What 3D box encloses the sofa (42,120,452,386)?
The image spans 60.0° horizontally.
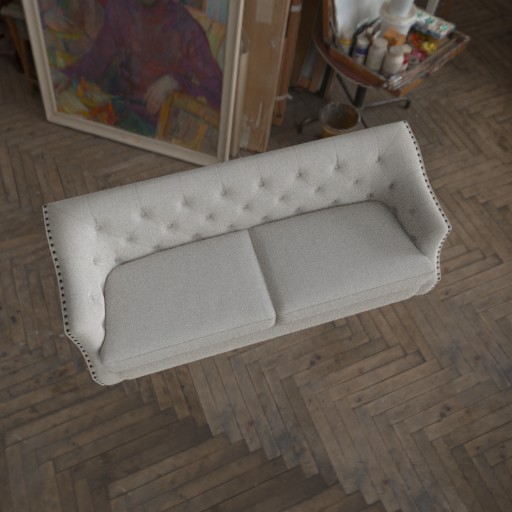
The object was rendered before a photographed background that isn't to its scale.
[{"bbox_3d":[0.000,0.000,2.778,2.235,0.901,0.914,-15,64,-8],"label":"sofa"}]
